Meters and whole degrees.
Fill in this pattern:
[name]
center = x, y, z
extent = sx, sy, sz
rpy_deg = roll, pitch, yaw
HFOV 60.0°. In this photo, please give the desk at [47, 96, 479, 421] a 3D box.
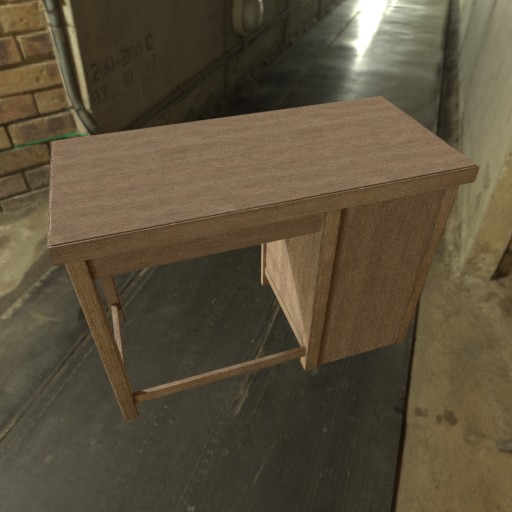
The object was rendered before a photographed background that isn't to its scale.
[desk]
center = 0.000, 0.000, 1.765
extent = 1.289, 0.912, 0.610
rpy_deg = -12, 43, -13
